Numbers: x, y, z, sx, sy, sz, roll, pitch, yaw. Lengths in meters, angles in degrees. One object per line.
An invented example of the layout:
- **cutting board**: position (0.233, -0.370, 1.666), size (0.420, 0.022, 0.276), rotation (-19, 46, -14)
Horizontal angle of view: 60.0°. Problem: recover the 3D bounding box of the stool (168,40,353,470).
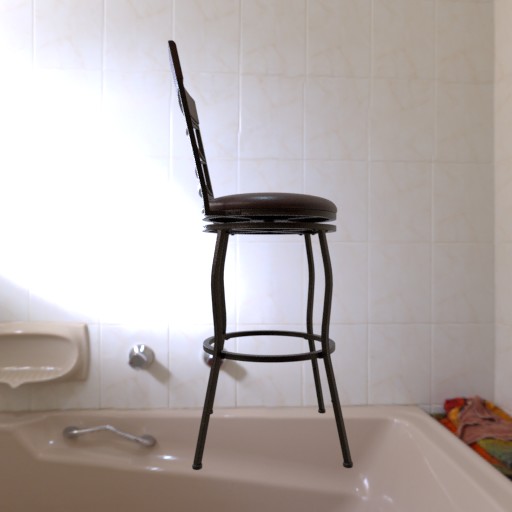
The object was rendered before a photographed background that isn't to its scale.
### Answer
- **stool**: position (0.000, 0.000, 1.388), size (0.513, 1.130, 0.448), rotation (0, 0, -1)
